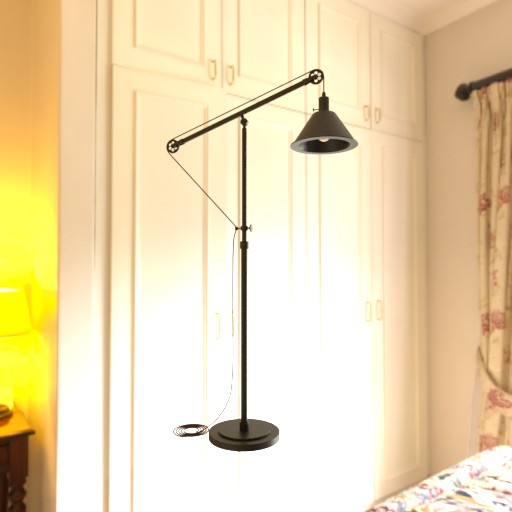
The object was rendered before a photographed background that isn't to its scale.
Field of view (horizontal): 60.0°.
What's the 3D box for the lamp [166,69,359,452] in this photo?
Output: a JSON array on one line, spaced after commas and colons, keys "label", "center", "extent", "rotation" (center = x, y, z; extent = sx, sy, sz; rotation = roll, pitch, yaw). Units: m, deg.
[{"label": "lamp", "center": [0.000, 0.000, 1.992], "extent": [0.904, 1.626, 0.319], "rotation": [0, -1, 17]}]
